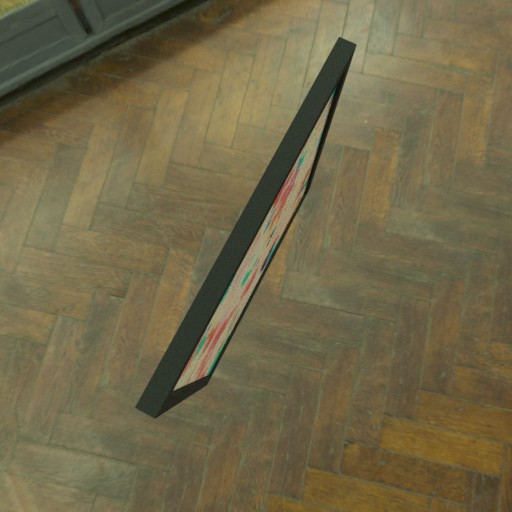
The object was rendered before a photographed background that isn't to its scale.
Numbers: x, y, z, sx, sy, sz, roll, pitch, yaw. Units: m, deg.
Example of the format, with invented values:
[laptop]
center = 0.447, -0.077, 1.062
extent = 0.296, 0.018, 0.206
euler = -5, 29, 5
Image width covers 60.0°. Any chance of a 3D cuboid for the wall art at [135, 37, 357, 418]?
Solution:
[wall art]
center = 0.000, 0.000, 0.459
extent = 0.015, 0.304, 0.306
euler = 27, 79, 6
